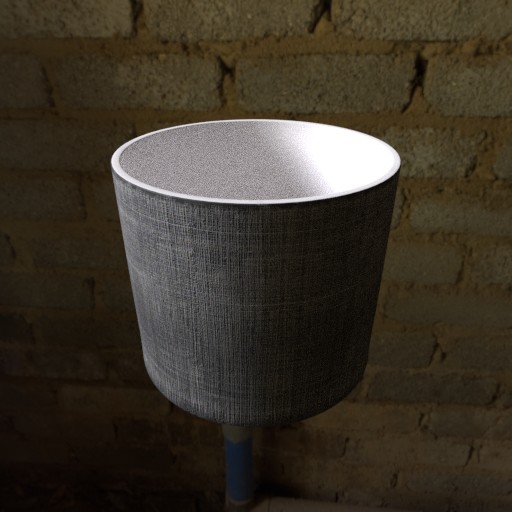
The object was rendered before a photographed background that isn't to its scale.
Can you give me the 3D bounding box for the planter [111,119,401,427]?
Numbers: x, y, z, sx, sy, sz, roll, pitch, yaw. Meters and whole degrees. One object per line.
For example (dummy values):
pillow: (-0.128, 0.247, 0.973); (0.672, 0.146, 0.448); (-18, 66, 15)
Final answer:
planter: (0.000, 0.000, 0.457); (0.254, 0.221, 0.254); (0, 29, 0)
